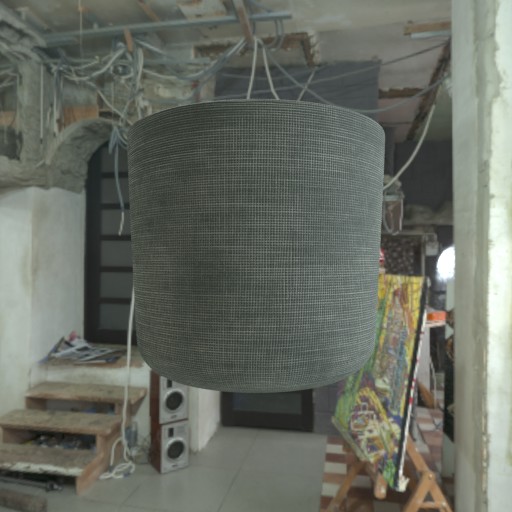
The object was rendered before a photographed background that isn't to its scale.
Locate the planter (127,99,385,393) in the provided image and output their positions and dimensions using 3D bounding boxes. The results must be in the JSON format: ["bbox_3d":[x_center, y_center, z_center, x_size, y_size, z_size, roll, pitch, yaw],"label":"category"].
[{"bbox_3d":[0.000,0.000,0.785,0.440,0.398,0.440,0,-1,0],"label":"planter"}]
